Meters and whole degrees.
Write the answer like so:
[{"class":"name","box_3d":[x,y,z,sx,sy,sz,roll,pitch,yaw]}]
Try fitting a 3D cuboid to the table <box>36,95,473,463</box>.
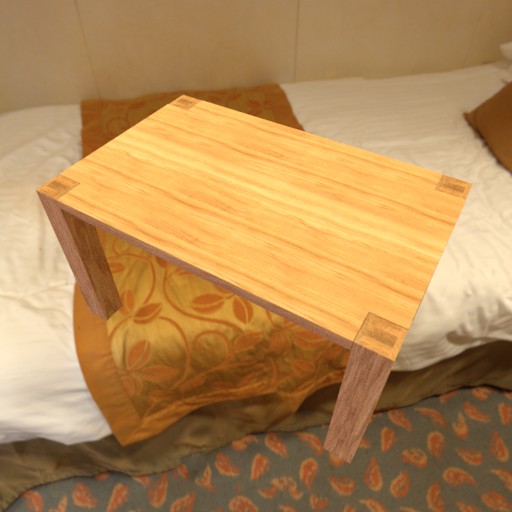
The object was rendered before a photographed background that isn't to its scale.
[{"class":"table","box_3d":[0.000,0.000,1.955,1.400,0.760,0.900,24,51,21]}]
